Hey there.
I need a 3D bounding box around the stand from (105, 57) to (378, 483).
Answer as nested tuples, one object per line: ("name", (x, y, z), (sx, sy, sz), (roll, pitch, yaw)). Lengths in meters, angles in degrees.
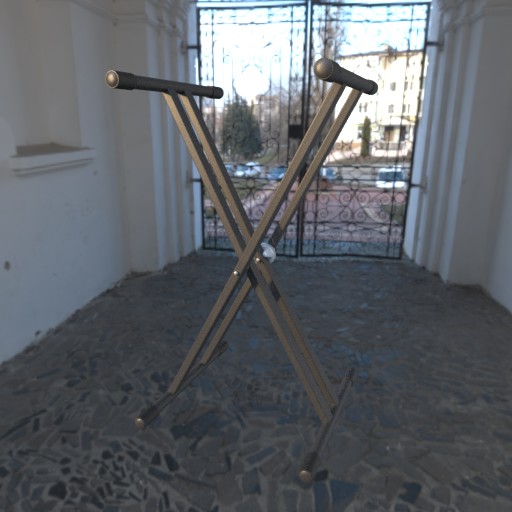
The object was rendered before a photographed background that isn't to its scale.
("stand", (0.000, 0.000, 1.192), (0.503, 0.900, 0.495), (7, 18, 23))
